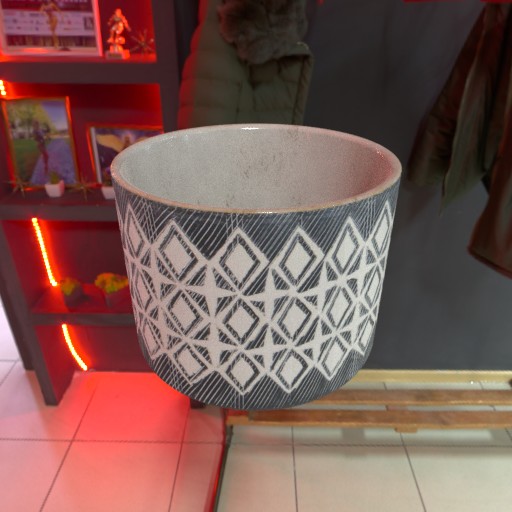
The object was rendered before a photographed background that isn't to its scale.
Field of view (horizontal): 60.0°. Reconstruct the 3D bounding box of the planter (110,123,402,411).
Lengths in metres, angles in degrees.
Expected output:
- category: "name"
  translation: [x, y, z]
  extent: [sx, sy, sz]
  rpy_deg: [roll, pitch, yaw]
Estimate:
- category: "planter"
  translation: [0.000, 0.000, 0.225]
  extent: [0.126, 0.104, 0.126]
  rpy_deg: [0, 29, 0]
